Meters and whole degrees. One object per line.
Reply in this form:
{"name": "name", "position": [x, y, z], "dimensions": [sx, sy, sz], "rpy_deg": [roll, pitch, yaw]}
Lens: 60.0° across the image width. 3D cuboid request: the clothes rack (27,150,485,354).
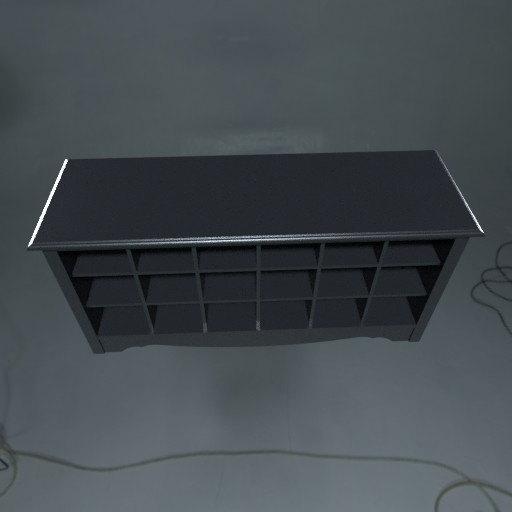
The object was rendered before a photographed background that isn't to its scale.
{"name": "clothes rack", "position": [0.000, 0.000, 1.510], "dimensions": [1.219, 0.556, 0.406], "rpy_deg": [-2, 47, -2]}
